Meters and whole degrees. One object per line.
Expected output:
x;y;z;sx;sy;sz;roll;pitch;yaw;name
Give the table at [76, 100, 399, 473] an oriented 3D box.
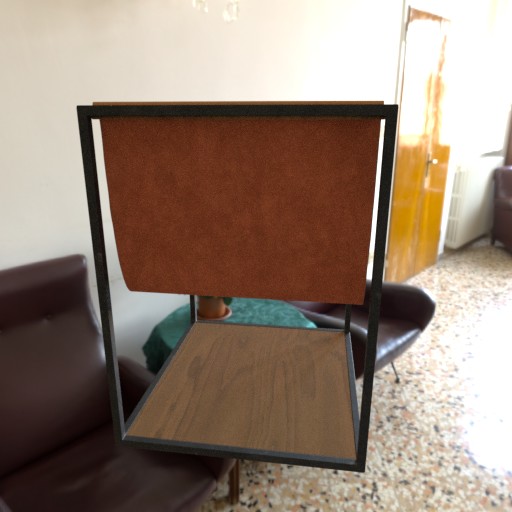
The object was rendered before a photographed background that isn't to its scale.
0.000;0.000;0.830;0.399;0.536;0.450;3;18;8;table
